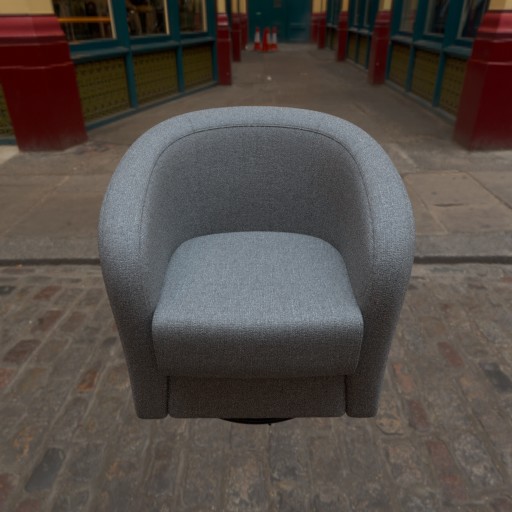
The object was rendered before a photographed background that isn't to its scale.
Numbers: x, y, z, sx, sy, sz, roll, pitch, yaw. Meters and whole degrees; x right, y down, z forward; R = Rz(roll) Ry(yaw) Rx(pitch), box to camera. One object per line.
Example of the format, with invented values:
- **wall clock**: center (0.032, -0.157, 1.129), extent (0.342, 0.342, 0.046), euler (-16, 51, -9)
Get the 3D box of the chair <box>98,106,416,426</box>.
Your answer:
- **chair**: center (0.000, 0.000, 1.397), extent (0.791, 0.771, 0.815), euler (0, 29, 0)
